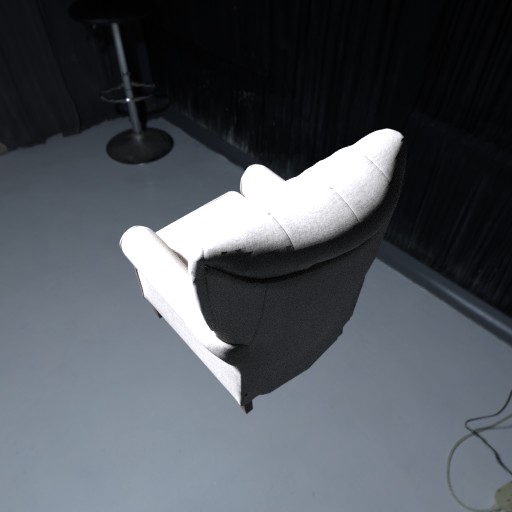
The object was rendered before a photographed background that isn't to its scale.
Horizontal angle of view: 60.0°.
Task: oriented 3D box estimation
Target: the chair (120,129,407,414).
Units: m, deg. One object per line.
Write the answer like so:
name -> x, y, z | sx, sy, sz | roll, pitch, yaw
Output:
chair -> 0.000, 0.000, 1.966 | 0.942, 1.209, 1.025 | -32, 55, -26
